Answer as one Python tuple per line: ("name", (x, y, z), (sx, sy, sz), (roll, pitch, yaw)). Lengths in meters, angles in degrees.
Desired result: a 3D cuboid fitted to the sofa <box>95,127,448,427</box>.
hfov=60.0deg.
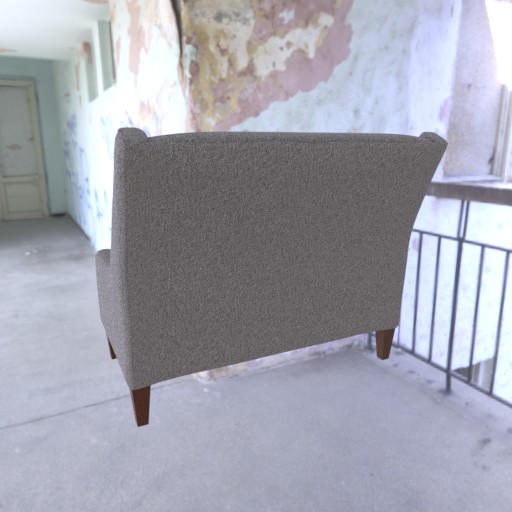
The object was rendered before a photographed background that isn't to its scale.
("sofa", (0.000, 0.000, 1.906), (1.242, 1.026, 0.862), (-7, 16, -26))
